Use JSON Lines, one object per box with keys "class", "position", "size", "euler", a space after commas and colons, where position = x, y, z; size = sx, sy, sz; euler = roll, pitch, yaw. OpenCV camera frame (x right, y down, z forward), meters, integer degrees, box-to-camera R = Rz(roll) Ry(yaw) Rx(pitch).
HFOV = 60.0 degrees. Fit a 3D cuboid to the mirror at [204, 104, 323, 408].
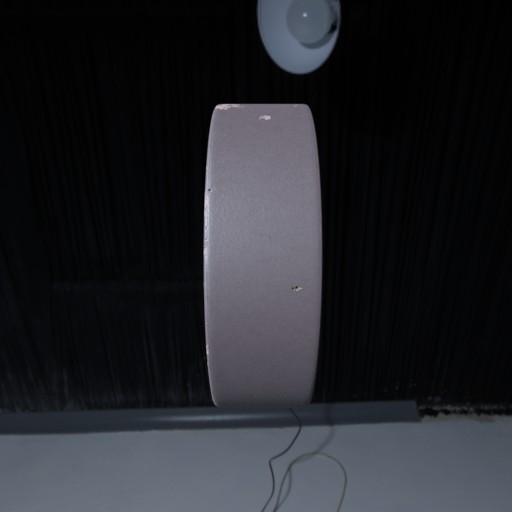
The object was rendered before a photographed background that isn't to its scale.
{"class": "mirror", "position": [0.000, 0.000, 0.595], "size": [0.126, 0.386, 0.386], "euler": [0, 27, 0]}
